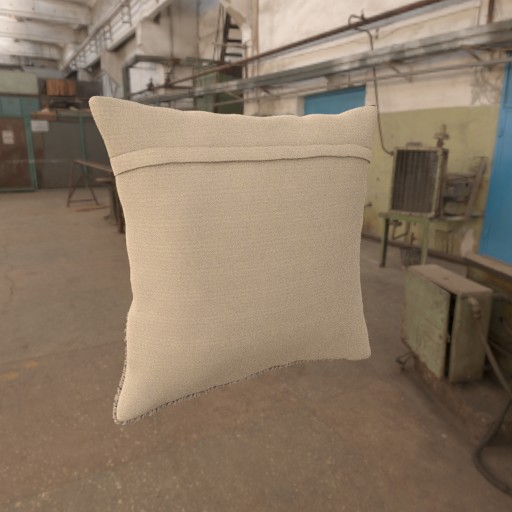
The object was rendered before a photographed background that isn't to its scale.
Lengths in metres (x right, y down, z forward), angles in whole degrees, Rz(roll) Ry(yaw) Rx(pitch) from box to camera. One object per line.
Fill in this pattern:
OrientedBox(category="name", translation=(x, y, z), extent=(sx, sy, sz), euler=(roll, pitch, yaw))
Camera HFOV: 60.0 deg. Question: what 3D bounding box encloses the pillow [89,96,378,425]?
OrientedBox(category="pillow", translation=(0.000, 0.000, 0.707), extent=(0.475, 0.473, 0.178), euler=(-7, 16, -26))
